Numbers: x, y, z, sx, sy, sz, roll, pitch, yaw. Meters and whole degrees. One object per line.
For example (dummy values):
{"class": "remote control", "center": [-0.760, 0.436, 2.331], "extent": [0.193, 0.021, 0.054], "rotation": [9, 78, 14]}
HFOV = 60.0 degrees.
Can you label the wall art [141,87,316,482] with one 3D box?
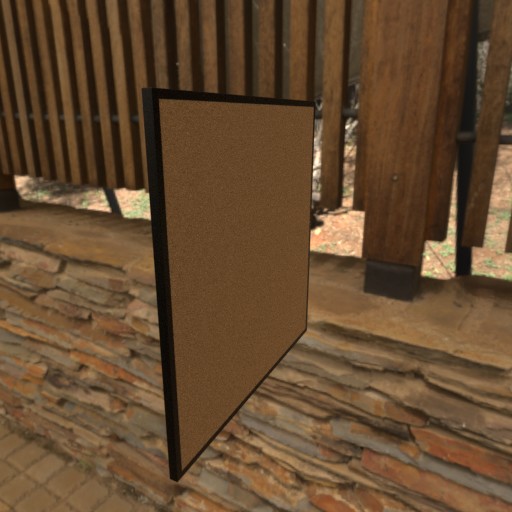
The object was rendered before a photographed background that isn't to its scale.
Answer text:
{"class": "wall art", "center": [0.000, 0.000, 0.677], "extent": [0.012, 0.458, 0.457], "rotation": [9, 19, 25]}
